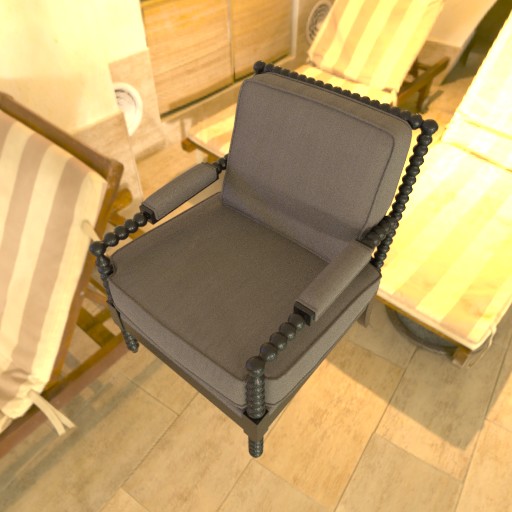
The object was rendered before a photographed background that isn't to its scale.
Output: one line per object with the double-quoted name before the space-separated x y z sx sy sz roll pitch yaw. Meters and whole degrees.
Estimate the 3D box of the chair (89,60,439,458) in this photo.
"chair" 0.000 0.000 1.101 0.540 0.661 0.622 31 54 26
